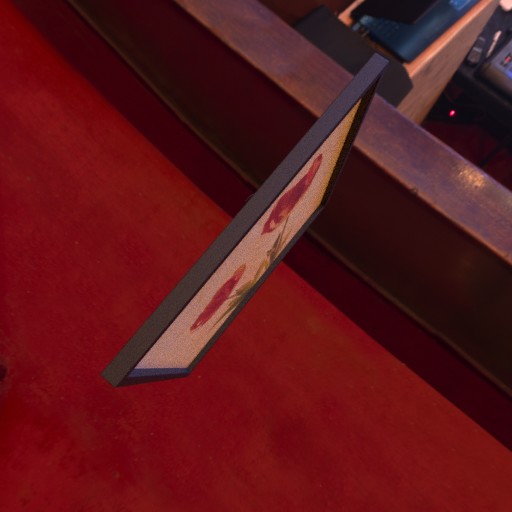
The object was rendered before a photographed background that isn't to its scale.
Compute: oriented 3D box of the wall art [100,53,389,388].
[{"bbox_3d":[0.000,0.000,1.207,0.043,0.807,0.805,38,79,9],"label":"wall art"}]
